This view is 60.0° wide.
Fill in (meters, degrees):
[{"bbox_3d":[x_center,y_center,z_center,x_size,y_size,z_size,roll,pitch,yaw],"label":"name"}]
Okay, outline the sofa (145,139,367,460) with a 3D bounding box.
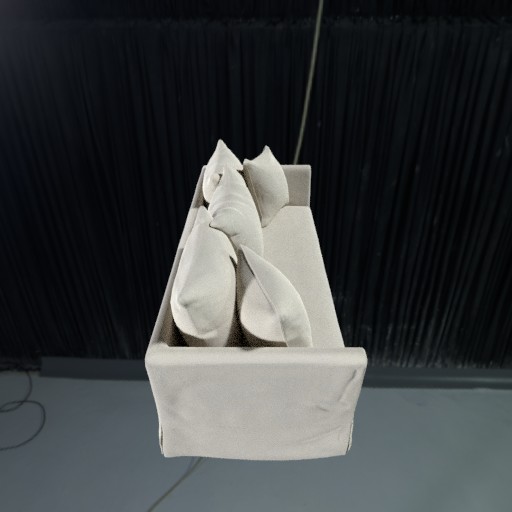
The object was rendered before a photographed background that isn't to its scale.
[{"bbox_3d":[0.000,0.000,3.116,1.046,1.047,2.499,0,31,0],"label":"sofa"}]
